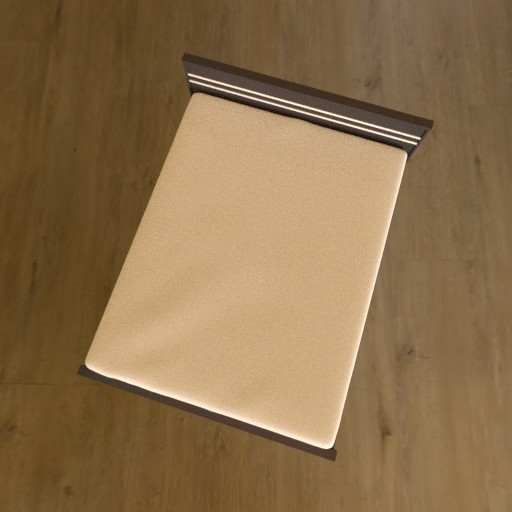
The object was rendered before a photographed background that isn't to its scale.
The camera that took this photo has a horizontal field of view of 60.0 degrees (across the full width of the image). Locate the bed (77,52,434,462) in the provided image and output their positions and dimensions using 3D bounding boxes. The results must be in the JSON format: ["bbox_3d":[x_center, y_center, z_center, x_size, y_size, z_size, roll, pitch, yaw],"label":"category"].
[{"bbox_3d":[0.000,0.000,2.930,1.634,0.808,2.103,17,76,4],"label":"bed"}]
